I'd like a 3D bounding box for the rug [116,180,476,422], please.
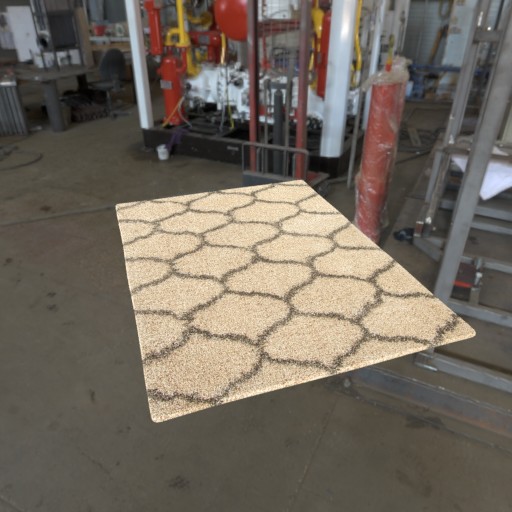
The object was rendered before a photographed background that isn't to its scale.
[{"bbox_3d":[0.000,0.000,2.128,1.200,0.025,1.600,-10,33,-16],"label":"rug"}]
